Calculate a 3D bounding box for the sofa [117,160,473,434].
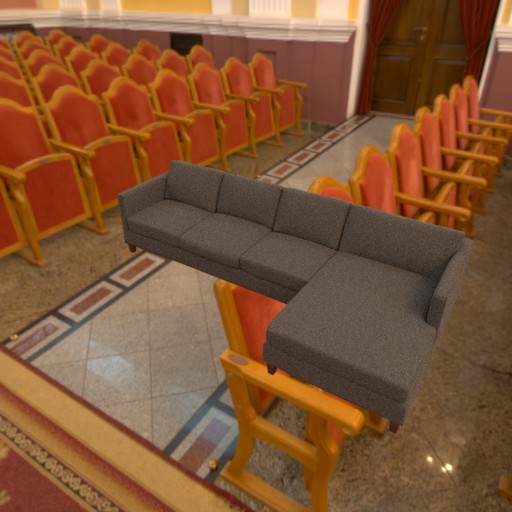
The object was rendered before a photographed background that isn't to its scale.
[{"bbox_3d":[0.000,0.000,3.885,3.186,0.846,1.625,19,36,28],"label":"sofa"}]
